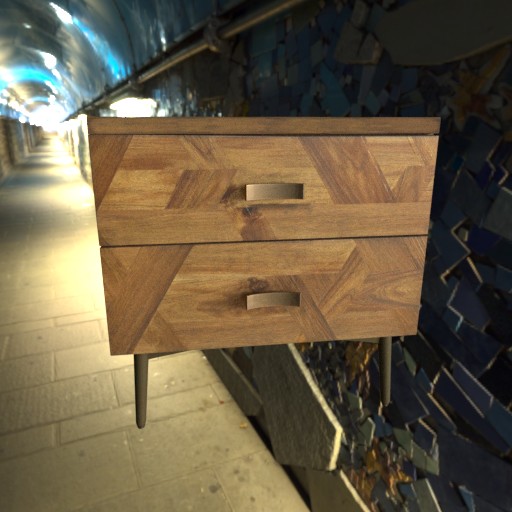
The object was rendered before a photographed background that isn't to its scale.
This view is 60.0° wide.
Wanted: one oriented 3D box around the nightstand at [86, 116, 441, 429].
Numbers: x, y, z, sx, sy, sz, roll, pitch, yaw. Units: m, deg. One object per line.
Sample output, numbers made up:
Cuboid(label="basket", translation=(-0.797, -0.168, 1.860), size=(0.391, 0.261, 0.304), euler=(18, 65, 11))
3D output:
Cuboid(label="nightstand", translation=(0.000, 0.000, 1.030), size=(0.610, 0.610, 0.458), euler=(-2, 17, -8))
